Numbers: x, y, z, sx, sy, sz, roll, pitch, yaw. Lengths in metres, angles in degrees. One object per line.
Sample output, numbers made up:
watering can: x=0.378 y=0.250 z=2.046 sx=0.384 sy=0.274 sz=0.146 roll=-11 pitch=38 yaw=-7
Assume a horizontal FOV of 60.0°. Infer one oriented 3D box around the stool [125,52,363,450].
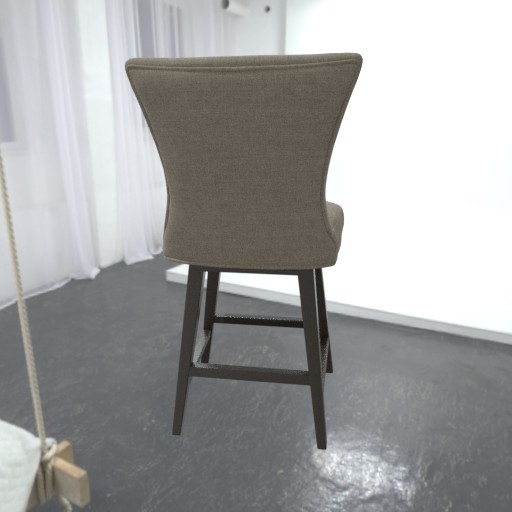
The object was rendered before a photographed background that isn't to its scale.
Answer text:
stool: x=0.000 y=0.000 z=1.281 sx=0.514 sy=1.000 sz=0.574 roll=2 pitch=15 yaw=8
